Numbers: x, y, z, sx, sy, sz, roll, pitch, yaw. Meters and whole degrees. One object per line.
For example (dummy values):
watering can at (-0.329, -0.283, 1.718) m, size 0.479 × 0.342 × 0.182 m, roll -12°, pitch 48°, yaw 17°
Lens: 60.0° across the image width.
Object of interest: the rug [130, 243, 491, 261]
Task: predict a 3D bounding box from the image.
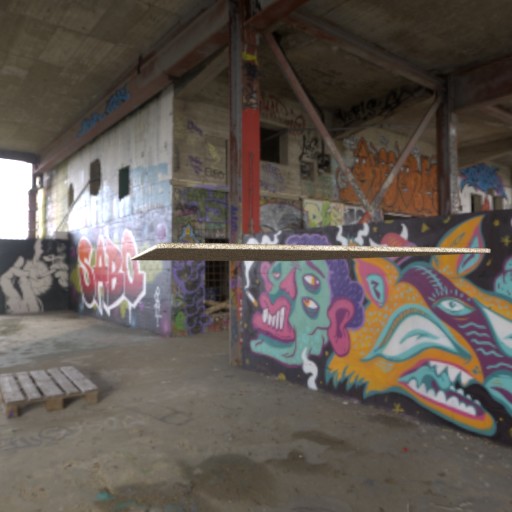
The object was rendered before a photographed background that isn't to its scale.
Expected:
rug at (0.000, 0.000, 2.985) m, size 1.539 × 0.024 × 2.469 m, roll 1°, pitch -2°, yaw -18°
